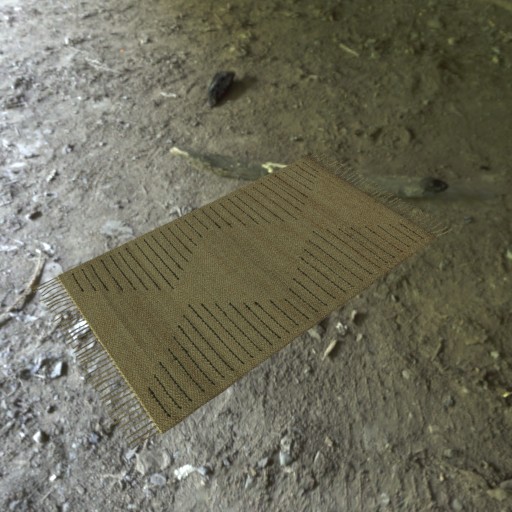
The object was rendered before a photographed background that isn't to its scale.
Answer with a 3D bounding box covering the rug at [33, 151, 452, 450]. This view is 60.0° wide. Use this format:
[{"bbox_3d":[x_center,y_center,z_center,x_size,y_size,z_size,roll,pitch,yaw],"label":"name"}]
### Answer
[{"bbox_3d":[0.000,0.000,2.002,1.718,0.017,0.905,-30,52,-26],"label":"rug"}]
